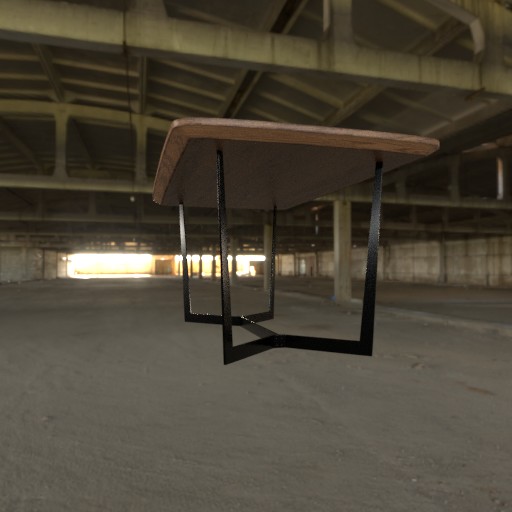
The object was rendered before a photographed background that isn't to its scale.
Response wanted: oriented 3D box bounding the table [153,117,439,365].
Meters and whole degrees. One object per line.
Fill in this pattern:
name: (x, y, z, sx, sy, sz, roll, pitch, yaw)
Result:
table: (0.000, 0.000, 2.157, 0.949, 0.765, 1.643, 0, -1, -15)
